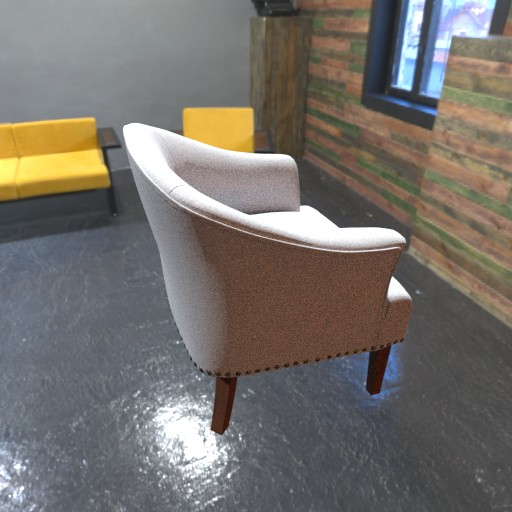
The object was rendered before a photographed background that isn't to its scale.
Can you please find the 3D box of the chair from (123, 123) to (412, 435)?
[{"bbox_3d":[0.000,0.000,1.417,0.704,0.815,0.798,-9,30,-16],"label":"chair"}]
